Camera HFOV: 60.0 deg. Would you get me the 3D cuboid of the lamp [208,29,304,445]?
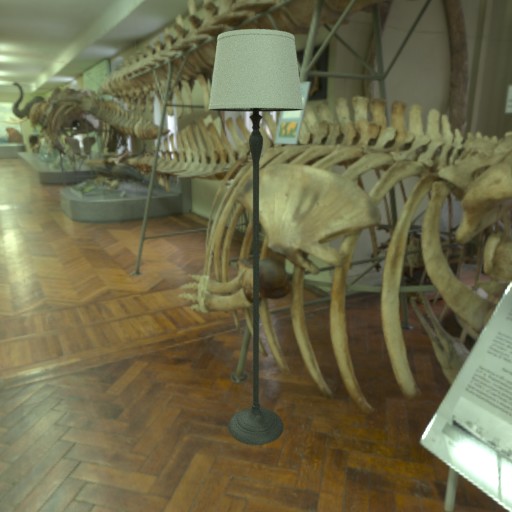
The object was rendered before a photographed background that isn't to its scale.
[{"bbox_3d":[0.000,0.000,1.676,0.327,1.506,0.327,9,18,28],"label":"lamp"}]
